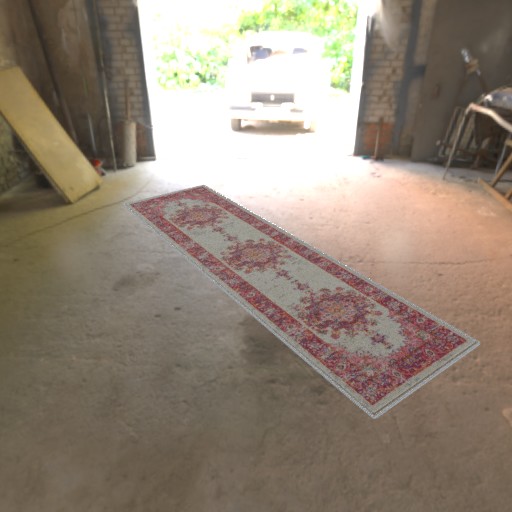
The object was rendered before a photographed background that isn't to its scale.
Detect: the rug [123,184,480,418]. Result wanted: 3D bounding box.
[{"bbox_3d":[0.000,0.000,2.487,0.666,0.011,2.294,-20,35,-31],"label":"rug"}]
